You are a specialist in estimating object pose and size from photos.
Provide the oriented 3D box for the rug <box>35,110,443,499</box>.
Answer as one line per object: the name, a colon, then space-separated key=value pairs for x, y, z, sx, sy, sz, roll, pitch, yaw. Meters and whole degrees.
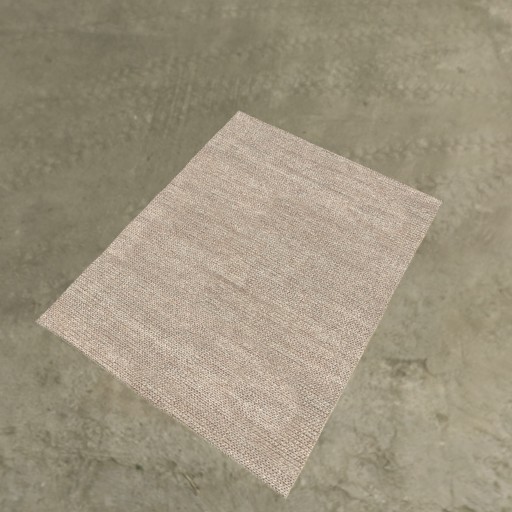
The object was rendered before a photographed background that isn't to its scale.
rug: x=0.000 y=0.000 z=4.020 sx=2.429 sy=0.030 sz=3.052 roll=29 pitch=63 yaw=16
